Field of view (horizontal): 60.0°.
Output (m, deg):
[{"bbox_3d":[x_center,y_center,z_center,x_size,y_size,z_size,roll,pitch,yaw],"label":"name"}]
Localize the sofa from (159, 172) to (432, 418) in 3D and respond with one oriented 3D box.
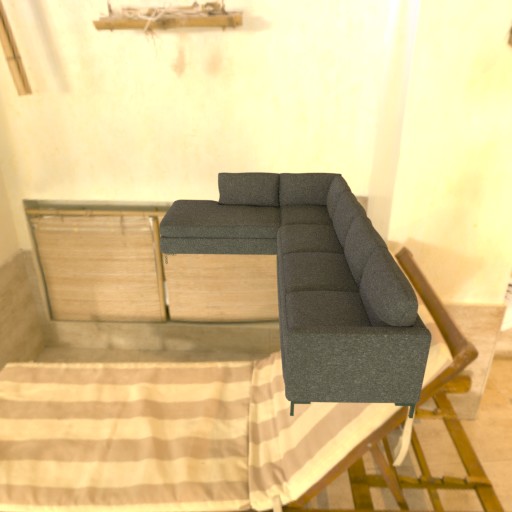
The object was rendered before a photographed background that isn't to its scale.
[{"bbox_3d":[0.000,0.000,3.837,2.007,0.815,2.949,0,25,1],"label":"sofa"}]
